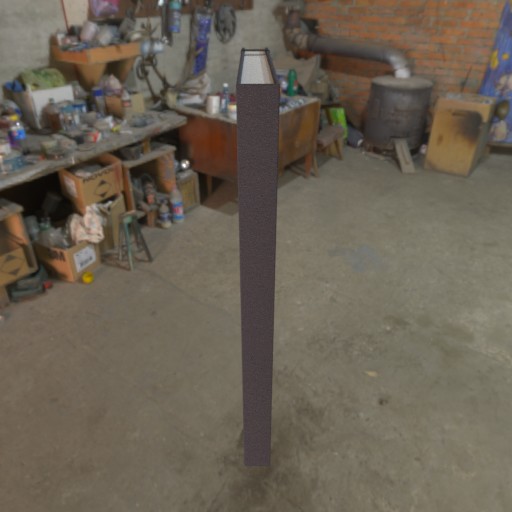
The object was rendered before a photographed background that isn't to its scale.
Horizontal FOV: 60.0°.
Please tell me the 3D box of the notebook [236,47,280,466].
[{"bbox_3d":[0.000,0.000,0.260,0.016,0.213,0.127,0,31,-1],"label":"notebook"}]
